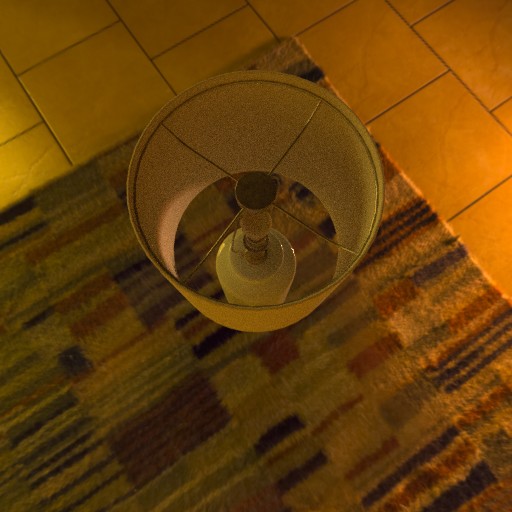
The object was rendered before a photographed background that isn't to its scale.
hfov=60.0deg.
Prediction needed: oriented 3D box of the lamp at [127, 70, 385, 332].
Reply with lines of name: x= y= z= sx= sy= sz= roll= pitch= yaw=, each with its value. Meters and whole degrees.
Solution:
lamp: x=0.000 y=0.000 z=0.601 sx=0.212 sy=0.493 sz=0.212 roll=35 pitch=78 yaw=8
